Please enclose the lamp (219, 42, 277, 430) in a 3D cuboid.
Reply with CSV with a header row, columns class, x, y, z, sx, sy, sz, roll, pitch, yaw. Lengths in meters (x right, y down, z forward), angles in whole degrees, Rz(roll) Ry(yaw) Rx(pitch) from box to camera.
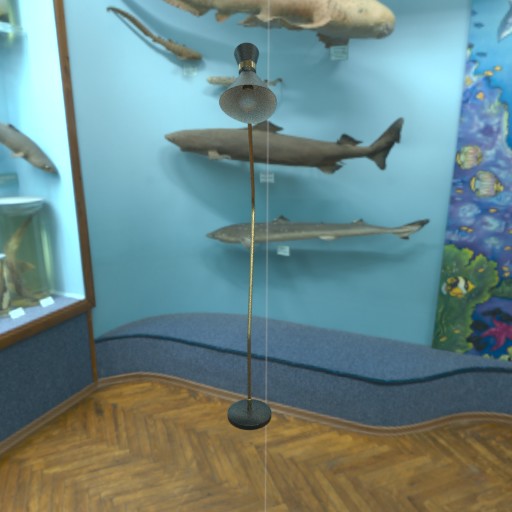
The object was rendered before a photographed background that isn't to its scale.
class,x,y,z,sx,sy,sz,roll,pitch,yaw
lamp,0.000,0.000,1.647,0.277,1.438,0.467,8,17,26
